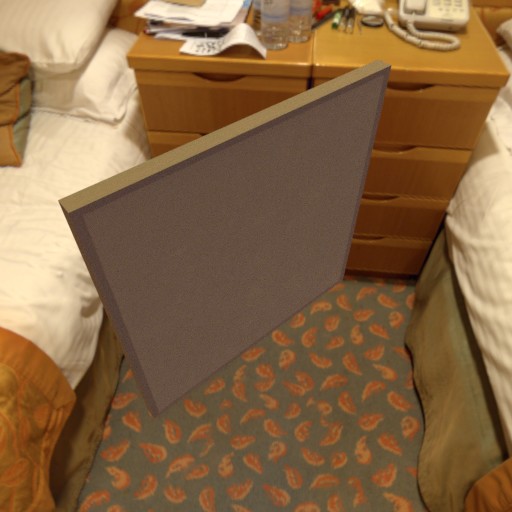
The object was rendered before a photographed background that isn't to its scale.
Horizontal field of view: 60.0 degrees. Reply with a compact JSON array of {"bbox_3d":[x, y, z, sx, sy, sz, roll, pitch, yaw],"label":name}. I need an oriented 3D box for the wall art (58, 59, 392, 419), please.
[{"bbox_3d":[0.000,0.000,1.114,0.761,0.758,0.038,-32,55,-26],"label":"wall art"}]
